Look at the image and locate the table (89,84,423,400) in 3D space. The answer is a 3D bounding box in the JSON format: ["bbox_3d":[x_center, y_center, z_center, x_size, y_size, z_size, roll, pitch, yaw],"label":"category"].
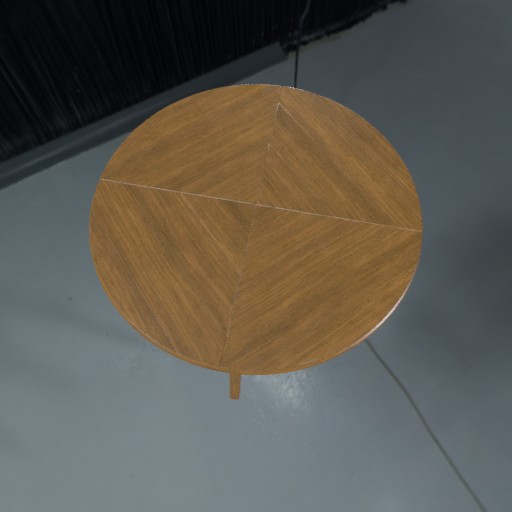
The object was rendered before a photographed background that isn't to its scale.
[{"bbox_3d":[0.000,0.000,1.747,1.055,0.757,1.055,0,64,0],"label":"table"}]
